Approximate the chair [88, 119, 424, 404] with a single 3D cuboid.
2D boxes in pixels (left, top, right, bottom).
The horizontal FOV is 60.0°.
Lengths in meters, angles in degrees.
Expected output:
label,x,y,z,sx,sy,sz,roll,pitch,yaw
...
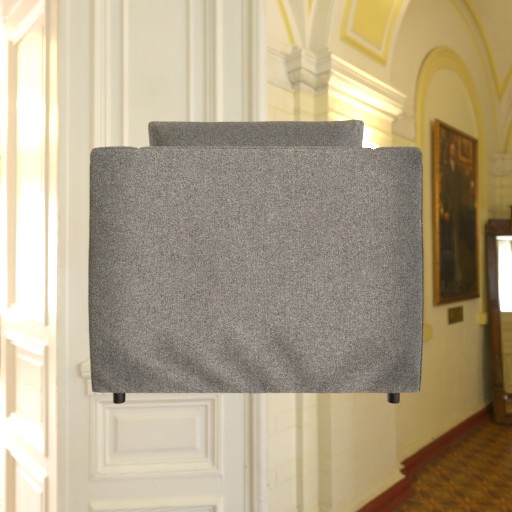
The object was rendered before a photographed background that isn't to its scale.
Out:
label,x,y,z,sx,sy,sz,roll,pitch,yaw
chair,0.000,0.000,2.055,1.194,1.059,1.071,0,-1,0
